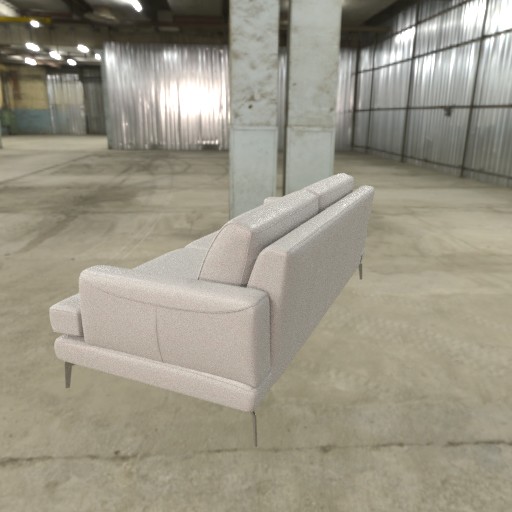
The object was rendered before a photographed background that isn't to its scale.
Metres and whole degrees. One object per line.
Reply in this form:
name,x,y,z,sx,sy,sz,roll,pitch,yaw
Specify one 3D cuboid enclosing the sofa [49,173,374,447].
sofa,0.000,0.000,2.408,0.974,0.765,1.940,7,18,23
